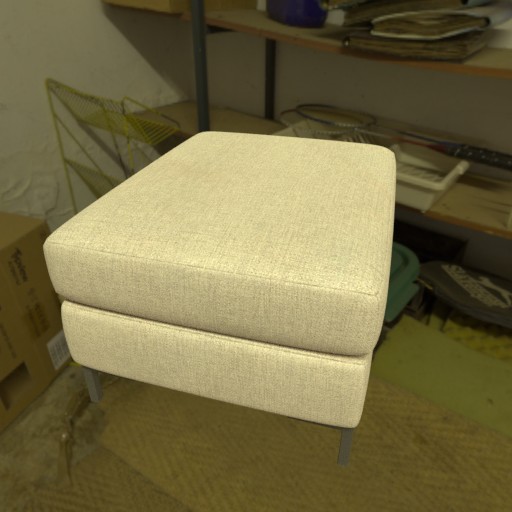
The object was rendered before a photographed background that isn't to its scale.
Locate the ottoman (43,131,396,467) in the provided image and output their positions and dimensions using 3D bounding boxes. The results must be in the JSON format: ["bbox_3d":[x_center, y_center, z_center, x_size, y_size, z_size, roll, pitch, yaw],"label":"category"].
[{"bbox_3d":[0.000,0.000,1.194,0.671,0.490,0.820,9,32,14],"label":"ottoman"}]
